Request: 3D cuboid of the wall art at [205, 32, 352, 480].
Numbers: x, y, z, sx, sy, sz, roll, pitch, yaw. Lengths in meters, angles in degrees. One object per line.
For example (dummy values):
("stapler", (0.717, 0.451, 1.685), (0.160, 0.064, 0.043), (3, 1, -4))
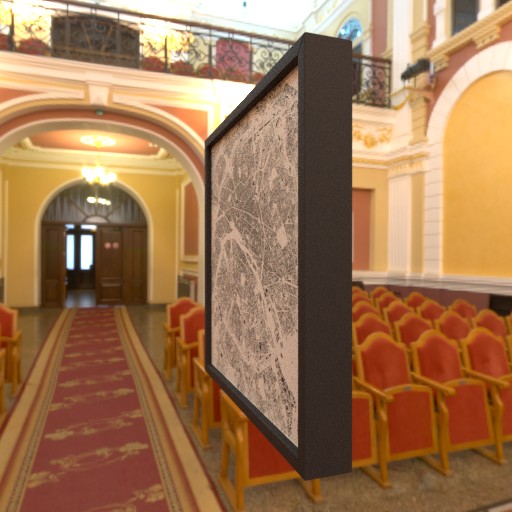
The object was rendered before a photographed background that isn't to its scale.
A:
("wall art", (0.000, 0.000, 0.450), (0.037, 0.305, 0.305), (0, 0, -19))
